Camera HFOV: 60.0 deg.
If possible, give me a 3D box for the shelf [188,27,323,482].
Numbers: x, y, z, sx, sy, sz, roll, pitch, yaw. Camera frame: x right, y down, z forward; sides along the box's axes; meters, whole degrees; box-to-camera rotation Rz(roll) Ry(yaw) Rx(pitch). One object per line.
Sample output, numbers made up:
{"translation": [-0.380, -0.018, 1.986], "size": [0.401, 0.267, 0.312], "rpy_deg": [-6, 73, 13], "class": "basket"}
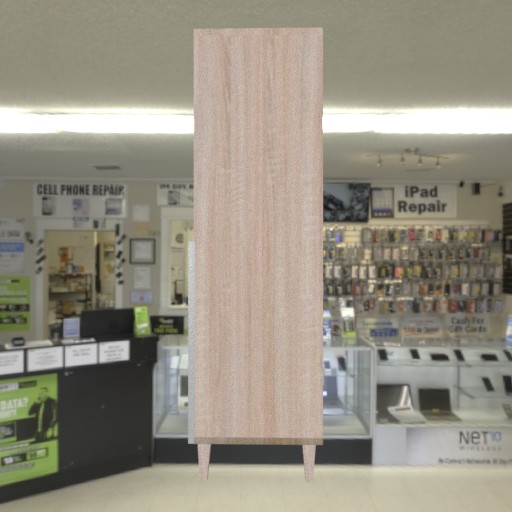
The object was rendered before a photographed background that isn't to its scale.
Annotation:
{"translation": [0.000, 0.000, 1.861], "size": [0.434, 1.405, 0.995], "rpy_deg": [0, 0, 1], "class": "shelf"}
